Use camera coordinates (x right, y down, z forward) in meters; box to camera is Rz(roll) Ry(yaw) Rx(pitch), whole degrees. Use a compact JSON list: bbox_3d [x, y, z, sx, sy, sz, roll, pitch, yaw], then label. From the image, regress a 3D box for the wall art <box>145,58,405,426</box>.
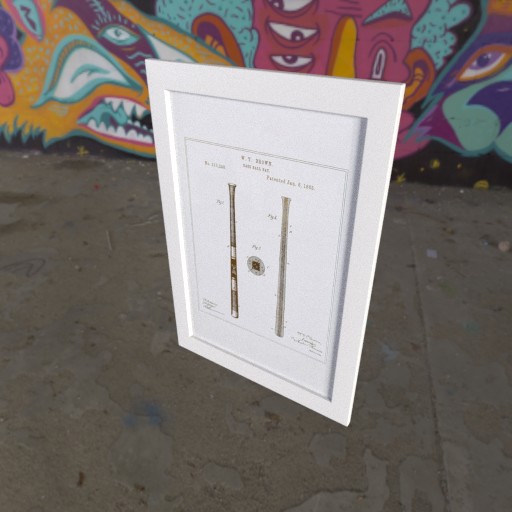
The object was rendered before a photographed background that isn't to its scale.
[{"bbox_3d":[0.000,0.000,0.614,0.329,0.482,0.011,18,36,27],"label":"wall art"}]
